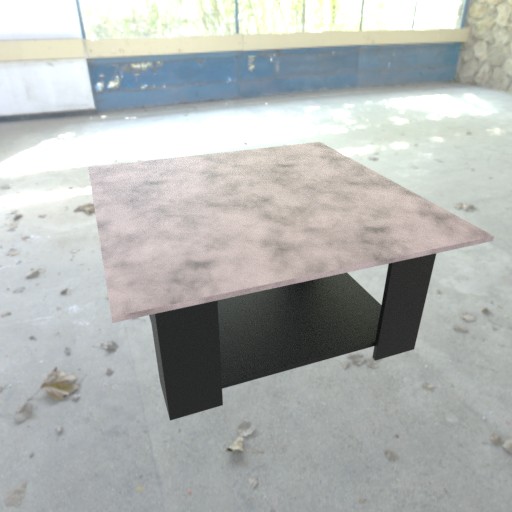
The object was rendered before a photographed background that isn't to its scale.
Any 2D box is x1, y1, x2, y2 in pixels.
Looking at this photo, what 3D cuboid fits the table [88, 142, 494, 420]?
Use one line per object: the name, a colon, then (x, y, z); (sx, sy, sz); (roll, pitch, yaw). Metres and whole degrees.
table: (0.000, 0.000, 1.046); (0.670, 0.305, 0.670); (-11, 31, -18)
